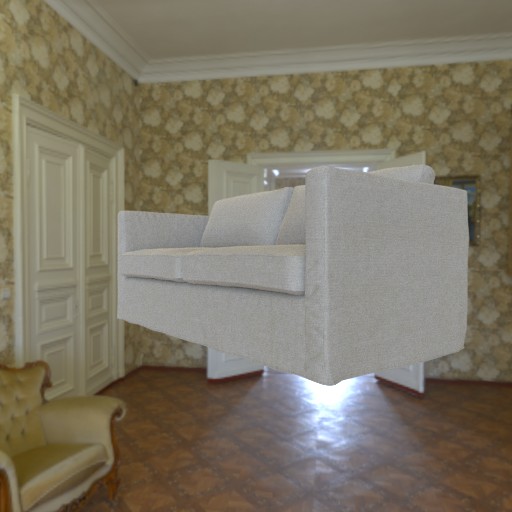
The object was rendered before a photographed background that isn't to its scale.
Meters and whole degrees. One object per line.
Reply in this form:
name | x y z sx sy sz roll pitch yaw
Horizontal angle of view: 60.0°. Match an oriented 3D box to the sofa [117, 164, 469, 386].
sofa | 0.000 0.000 2.493 0.956 0.847 1.987 0 0 -37
